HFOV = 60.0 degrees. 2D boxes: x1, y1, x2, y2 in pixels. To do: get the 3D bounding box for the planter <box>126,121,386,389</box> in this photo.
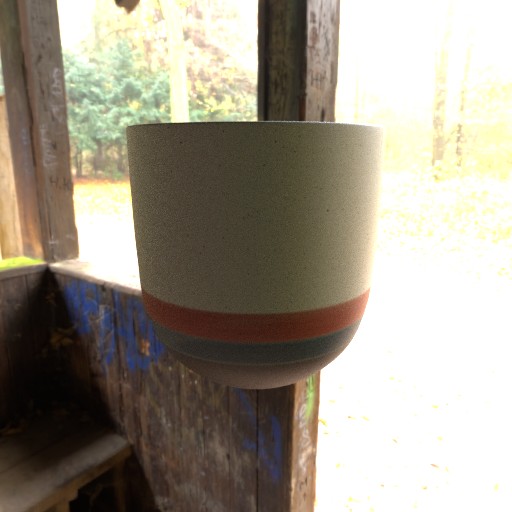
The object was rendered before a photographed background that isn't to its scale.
[{"bbox_3d":[0.000,0.000,0.386,0.204,0.214,0.204,0,14,0],"label":"planter"}]
